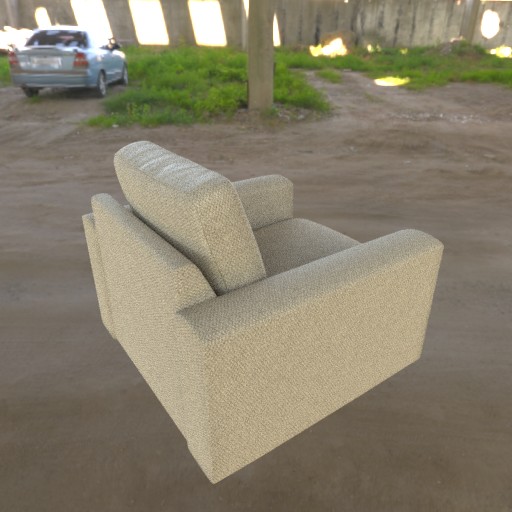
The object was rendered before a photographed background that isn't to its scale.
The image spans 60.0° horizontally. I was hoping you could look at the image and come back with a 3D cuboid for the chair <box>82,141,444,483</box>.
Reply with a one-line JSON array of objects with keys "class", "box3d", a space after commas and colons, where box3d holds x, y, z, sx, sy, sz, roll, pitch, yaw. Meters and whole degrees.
[{"class": "chair", "box3d": [0.000, 0.000, 1.734, 1.016, 0.873, 1.005, -18, 33, -31]}]
